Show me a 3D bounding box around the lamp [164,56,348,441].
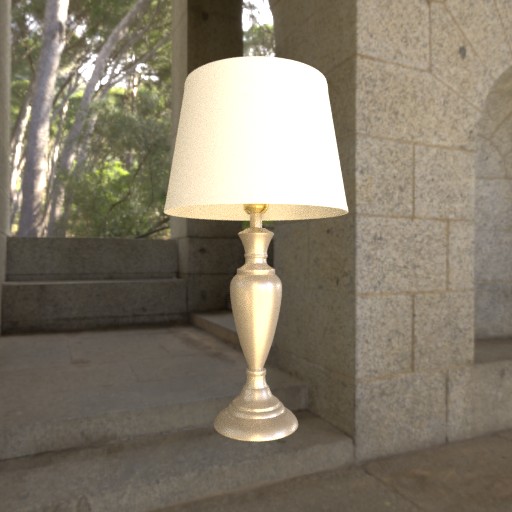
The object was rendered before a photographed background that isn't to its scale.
[{"bbox_3d":[0.000,0.000,0.805,0.328,0.612,0.328,0,0,0],"label":"lamp"}]
